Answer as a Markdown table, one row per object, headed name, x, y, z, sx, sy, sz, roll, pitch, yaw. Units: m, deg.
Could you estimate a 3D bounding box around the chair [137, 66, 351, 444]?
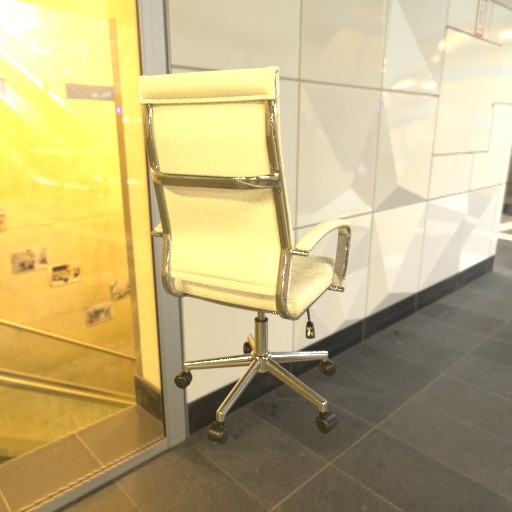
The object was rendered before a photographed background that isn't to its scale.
| name | x | y | z | sx | sy | sz | roll | pitch | yaw |
| --- | --- | --- | --- | --- | --- | --- | --- | --- | --- |
| chair | 0.000 | 0.000 | 1.566 | 0.679 | 1.149 | 0.679 | 8 | 18 | 26 |
